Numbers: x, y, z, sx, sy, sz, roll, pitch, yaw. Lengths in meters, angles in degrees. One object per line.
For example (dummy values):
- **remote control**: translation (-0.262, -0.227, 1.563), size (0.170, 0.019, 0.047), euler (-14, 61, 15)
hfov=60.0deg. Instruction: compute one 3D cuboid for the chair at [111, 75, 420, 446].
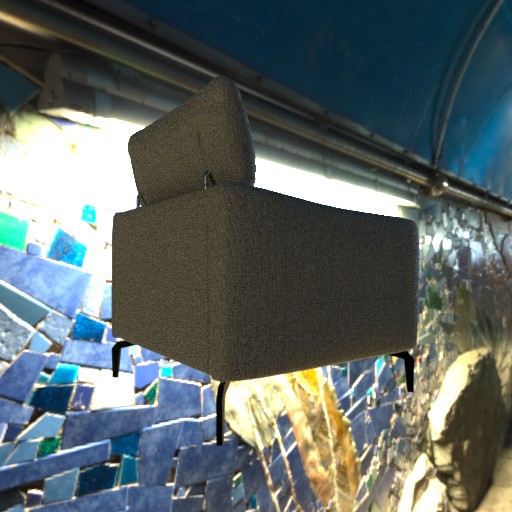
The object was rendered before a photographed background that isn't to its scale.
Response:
- **chair**: translation (0.000, 0.000, 1.686), size (0.835, 0.967, 0.972), euler (1, -1, -36)
